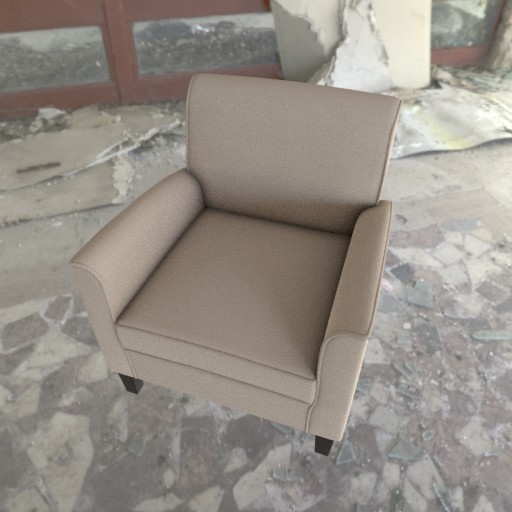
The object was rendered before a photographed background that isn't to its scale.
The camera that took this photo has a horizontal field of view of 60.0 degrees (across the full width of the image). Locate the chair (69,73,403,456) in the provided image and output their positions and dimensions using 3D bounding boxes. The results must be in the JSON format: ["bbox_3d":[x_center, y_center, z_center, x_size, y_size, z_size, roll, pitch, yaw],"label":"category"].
[{"bbox_3d":[0.000,0.000,1.505,0.820,0.915,0.820,13,43,14],"label":"chair"}]
